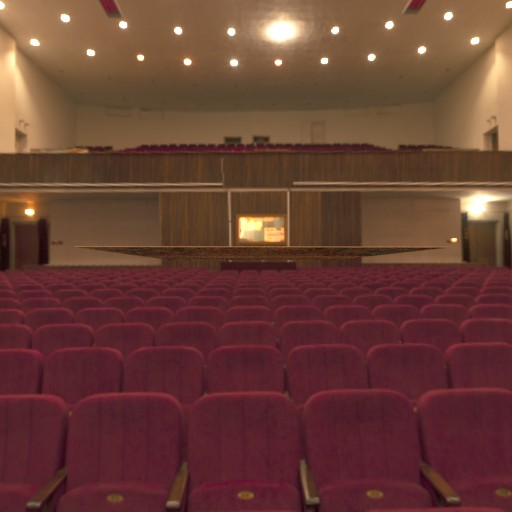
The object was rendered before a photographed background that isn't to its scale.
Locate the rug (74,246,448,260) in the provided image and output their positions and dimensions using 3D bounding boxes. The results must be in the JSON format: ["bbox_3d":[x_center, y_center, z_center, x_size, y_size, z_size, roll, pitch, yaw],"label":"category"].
[{"bbox_3d":[0.000,0.000,2.965,1.566,0.004,2.363,0,-2,-1],"label":"rug"}]
